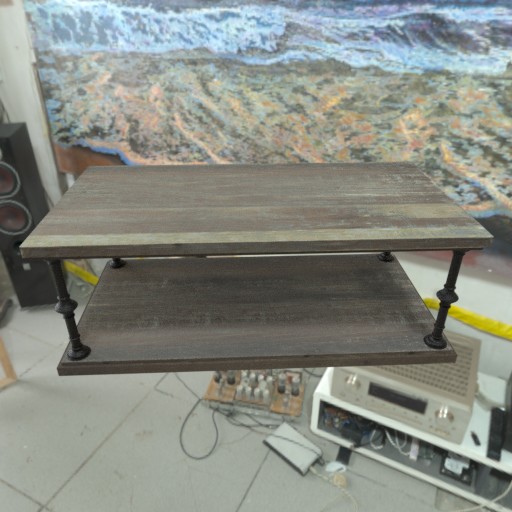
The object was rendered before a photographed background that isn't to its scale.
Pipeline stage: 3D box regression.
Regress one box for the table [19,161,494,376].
[{"bbox_3d":[0.000,0.000,1.354,1.088,0.399,0.554,-1,30,-2],"label":"table"}]
